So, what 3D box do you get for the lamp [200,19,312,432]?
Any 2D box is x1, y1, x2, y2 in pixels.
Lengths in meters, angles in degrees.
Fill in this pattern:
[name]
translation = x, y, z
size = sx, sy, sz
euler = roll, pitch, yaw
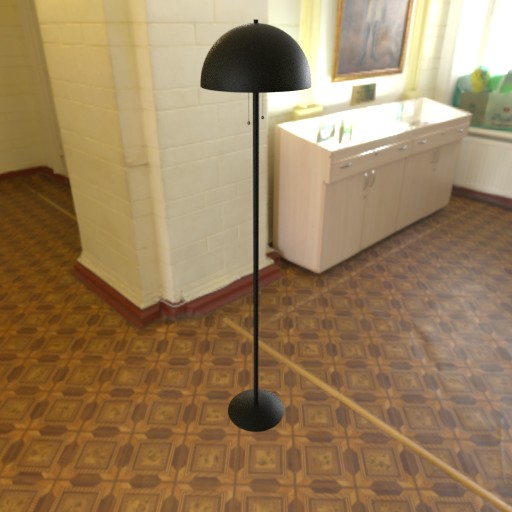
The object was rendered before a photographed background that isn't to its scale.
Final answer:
[lamp]
translation = 0.000, 0.000, 1.571
size = 0.328, 1.480, 0.328
euler = 1, 27, 1
